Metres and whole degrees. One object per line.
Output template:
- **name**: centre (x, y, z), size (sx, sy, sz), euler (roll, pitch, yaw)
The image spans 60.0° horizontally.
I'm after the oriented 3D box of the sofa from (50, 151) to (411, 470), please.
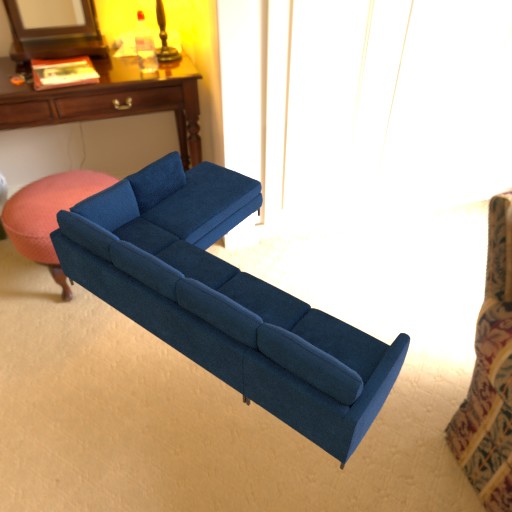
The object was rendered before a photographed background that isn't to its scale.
- **sofa**: centre (0.000, 0.000, 3.230), size (2.486, 0.687, 1.707), euler (26, 47, 27)
